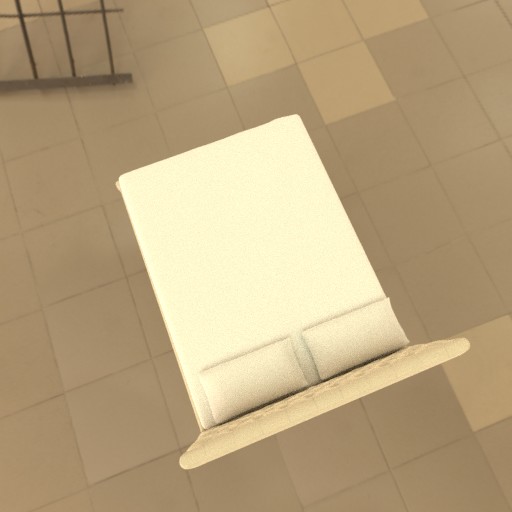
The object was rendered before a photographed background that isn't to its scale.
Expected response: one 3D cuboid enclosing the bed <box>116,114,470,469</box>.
[{"bbox_3d":[0.000,0.000,3.288,1.696,1.426,2.233,-21,76,-6],"label":"bed"}]
